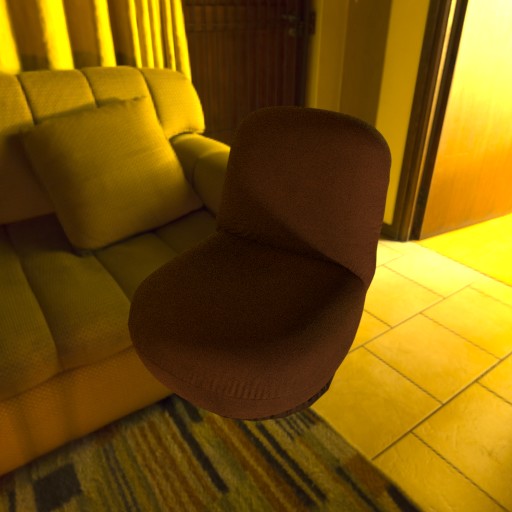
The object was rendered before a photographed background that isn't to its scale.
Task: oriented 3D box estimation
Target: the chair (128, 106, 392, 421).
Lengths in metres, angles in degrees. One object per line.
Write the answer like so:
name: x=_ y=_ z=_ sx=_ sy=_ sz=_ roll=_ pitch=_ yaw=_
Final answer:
chair: x=0.000 y=0.000 z=1.041 sx=0.521 sy=0.594 sz=0.597 roll=19 pitch=35 yaw=29
